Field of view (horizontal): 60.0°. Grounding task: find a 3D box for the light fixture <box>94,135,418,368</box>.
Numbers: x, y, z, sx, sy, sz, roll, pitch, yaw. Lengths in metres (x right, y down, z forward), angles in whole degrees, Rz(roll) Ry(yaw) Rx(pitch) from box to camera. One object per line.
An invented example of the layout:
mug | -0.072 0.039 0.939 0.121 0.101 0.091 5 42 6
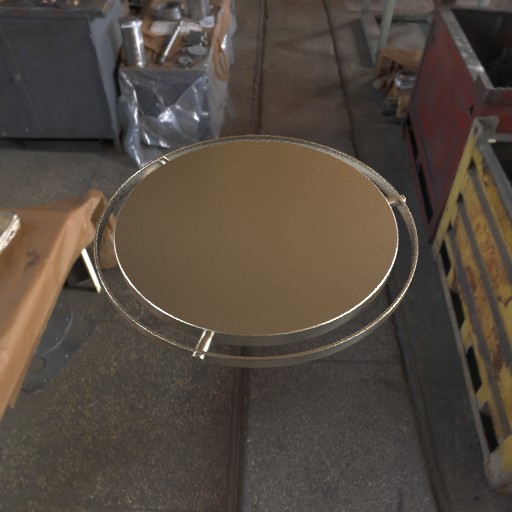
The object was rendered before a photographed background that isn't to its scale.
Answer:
light fixture | 0.000 0.000 0.552 0.361 0.130 0.361 0 47 0
